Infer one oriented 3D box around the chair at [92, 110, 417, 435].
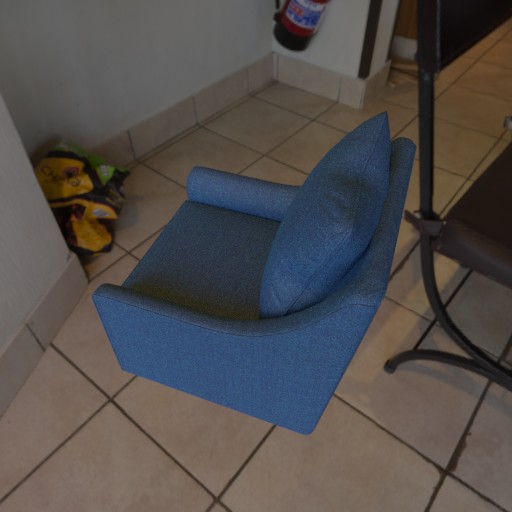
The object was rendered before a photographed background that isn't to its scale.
[{"bbox_3d":[0.000,0.000,1.576,0.870,0.939,0.750,15,48,14],"label":"chair"}]
